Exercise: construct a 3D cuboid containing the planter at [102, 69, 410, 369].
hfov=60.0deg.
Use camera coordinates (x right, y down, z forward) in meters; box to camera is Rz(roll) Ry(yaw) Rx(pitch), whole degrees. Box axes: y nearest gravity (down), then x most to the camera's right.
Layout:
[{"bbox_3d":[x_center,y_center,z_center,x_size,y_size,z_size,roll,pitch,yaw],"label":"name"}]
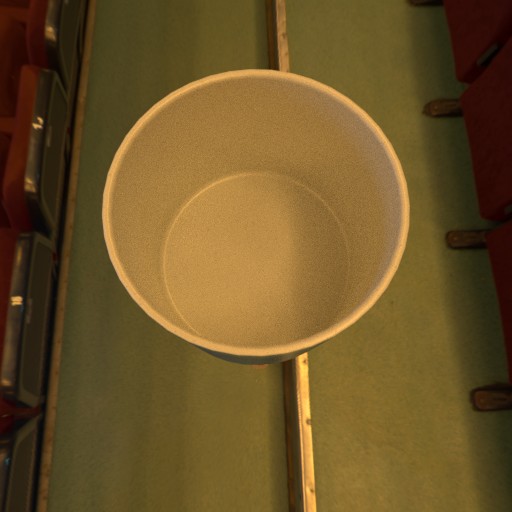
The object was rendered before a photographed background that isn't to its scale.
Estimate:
[{"bbox_3d":[0.000,0.000,0.403,0.192,0.263,0.192,0,74,0],"label":"planter"}]
